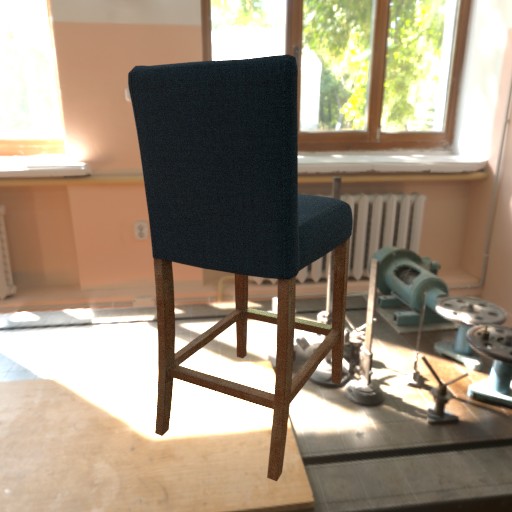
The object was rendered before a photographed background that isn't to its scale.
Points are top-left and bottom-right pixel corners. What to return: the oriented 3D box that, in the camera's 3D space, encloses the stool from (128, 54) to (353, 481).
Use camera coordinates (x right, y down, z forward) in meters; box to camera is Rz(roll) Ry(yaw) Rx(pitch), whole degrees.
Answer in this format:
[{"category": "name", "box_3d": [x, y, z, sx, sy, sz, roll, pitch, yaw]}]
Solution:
[{"category": "stool", "box_3d": [0.000, 0.000, 1.343, 0.454, 1.039, 0.567, 9, 19, 26]}]
